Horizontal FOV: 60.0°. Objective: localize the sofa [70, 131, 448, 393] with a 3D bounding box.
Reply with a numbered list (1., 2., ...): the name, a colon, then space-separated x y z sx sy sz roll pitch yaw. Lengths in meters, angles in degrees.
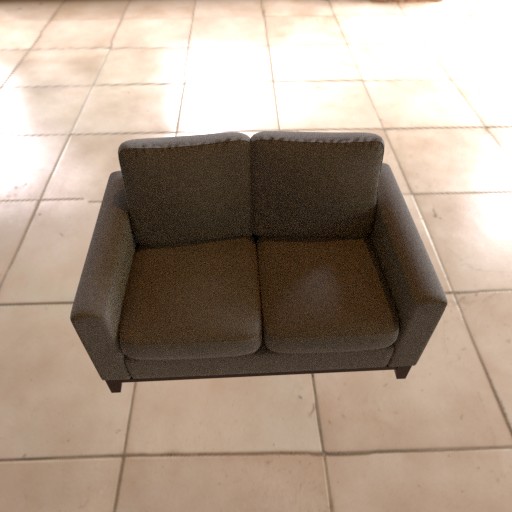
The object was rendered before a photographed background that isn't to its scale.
1. sofa: 0.000 0.000 2.036 1.420 0.873 0.917 -2 47 -2
